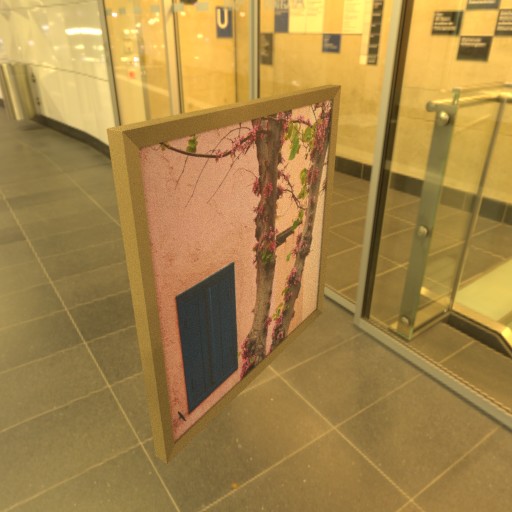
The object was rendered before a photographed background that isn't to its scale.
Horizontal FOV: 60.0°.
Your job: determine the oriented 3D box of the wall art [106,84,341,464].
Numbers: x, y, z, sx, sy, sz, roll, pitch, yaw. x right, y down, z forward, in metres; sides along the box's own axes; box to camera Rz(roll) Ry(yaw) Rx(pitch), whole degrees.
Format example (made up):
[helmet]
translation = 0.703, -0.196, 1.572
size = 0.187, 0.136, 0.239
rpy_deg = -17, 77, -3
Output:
[wall art]
translation = 0.000, 0.000, 1.144
size = 0.038, 0.762, 0.762
rpy_deg = 18, 32, 31
